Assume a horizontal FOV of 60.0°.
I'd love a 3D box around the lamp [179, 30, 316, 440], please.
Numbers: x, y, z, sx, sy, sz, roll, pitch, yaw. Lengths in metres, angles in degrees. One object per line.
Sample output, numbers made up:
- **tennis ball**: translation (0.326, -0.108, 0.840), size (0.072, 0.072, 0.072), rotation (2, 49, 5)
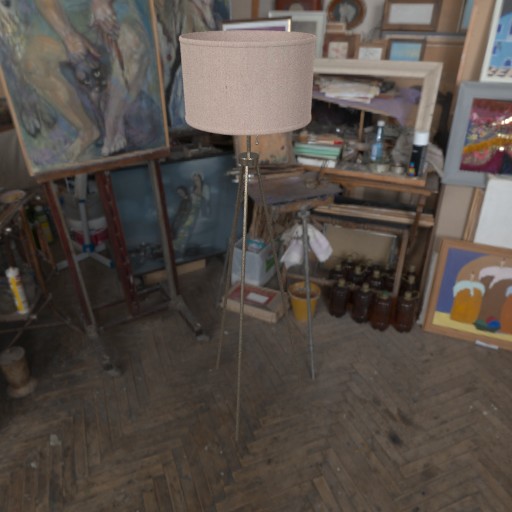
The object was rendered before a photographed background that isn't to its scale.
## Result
- **lamp**: translation (0.000, 0.000, 1.728), size (0.460, 1.545, 0.449), rotation (-8, 32, -13)
